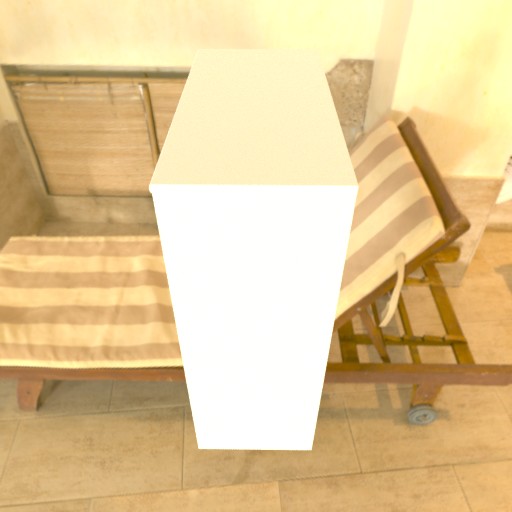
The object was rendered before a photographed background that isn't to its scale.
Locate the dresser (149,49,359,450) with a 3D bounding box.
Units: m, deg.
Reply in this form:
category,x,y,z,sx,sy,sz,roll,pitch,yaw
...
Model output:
category,x,y,z,sx,sy,sz,roll,pitch,yaw
dresser,0.000,0.000,1.444,0.380,1.040,0.800,0,41,1
